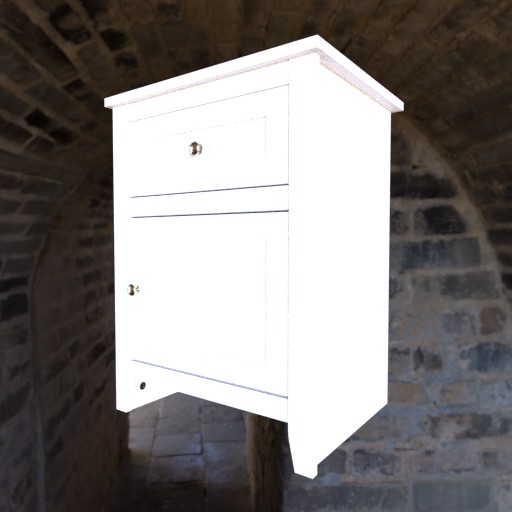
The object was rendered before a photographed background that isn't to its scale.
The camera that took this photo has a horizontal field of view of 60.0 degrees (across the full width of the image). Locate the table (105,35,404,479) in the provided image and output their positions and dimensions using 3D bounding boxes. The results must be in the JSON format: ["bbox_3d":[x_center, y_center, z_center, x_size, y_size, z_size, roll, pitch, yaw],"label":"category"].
[{"bbox_3d":[0.000,0.000,0.917,0.480,0.635,0.381,2,3,36],"label":"table"}]
